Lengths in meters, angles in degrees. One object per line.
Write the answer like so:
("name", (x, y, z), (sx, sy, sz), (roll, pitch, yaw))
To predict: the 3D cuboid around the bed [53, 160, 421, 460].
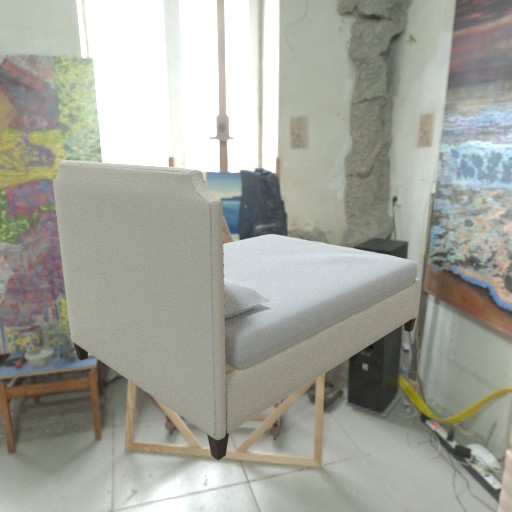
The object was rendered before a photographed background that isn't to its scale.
("bed", (0.000, 0.000, 3.462), (1.712, 1.497, 2.372), (14, 20, 42))
